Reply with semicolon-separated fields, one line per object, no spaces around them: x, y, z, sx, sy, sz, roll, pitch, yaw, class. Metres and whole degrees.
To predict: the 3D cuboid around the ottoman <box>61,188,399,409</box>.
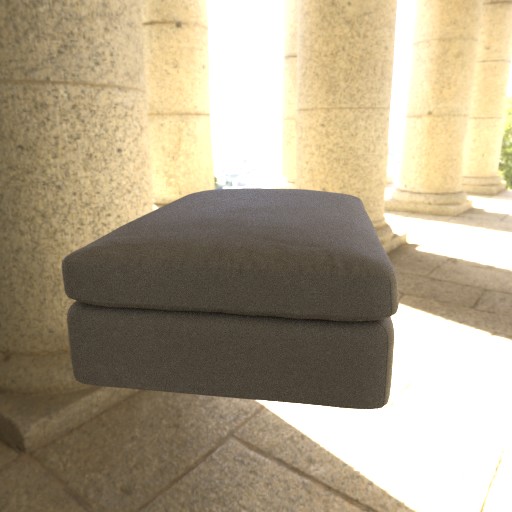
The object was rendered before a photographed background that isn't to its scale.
0.000;0.000;1.613;0.840;0.429;1.199;2;16;8;ottoman
